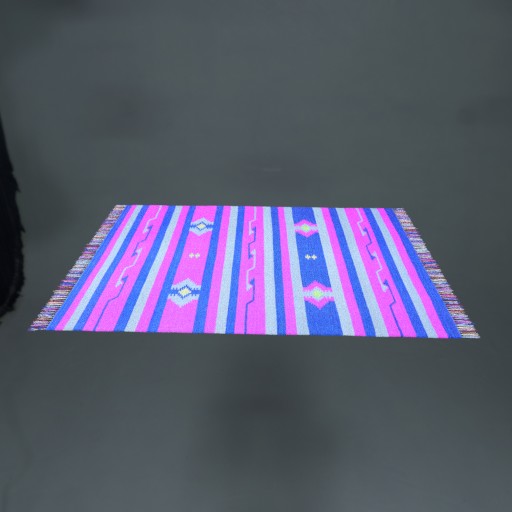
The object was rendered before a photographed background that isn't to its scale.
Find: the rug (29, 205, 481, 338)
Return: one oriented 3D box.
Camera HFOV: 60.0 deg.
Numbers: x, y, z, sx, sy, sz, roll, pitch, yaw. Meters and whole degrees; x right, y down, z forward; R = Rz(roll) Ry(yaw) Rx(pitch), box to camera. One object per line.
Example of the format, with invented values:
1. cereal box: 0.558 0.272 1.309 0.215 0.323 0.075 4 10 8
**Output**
1. rug: 0.000 0.000 2.923 2.350 0.013 1.539 1 32 1
